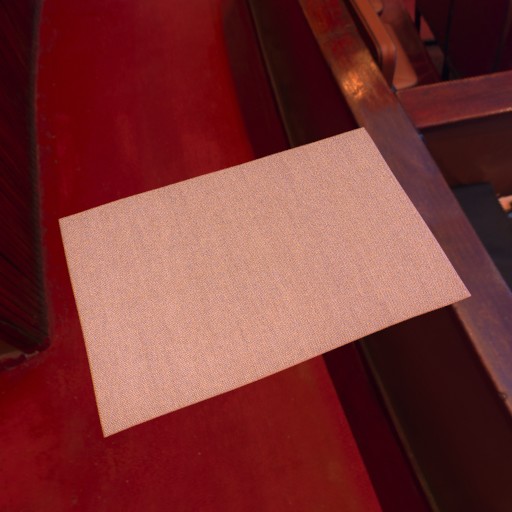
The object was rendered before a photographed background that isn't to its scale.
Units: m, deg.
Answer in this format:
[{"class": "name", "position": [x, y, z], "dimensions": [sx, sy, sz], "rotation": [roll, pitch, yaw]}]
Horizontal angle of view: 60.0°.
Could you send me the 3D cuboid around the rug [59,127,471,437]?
[{"class": "rug", "position": [0.000, 0.000, 2.089], "dimensions": [1.678, 0.013, 1.078], "rotation": [-19, 65, -9]}]
